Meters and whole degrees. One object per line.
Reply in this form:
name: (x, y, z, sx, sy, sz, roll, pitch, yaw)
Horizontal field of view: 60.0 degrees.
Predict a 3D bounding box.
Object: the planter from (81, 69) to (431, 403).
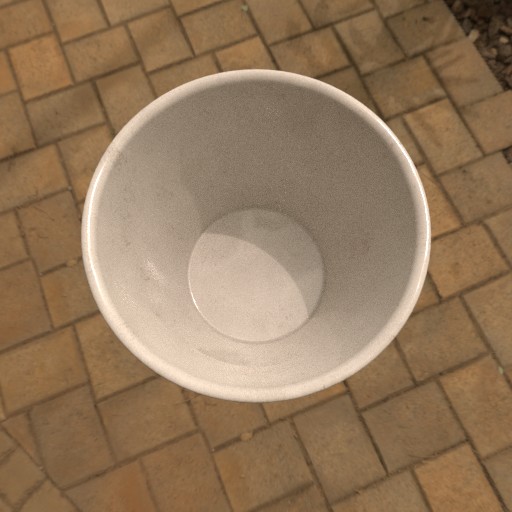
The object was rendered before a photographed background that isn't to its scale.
planter: (0.000, 0.000, 0.436, 0.260, 0.220, 0.260, 0, 76, 0)
